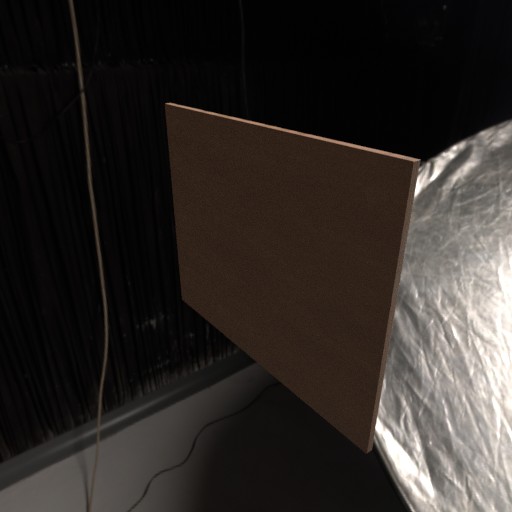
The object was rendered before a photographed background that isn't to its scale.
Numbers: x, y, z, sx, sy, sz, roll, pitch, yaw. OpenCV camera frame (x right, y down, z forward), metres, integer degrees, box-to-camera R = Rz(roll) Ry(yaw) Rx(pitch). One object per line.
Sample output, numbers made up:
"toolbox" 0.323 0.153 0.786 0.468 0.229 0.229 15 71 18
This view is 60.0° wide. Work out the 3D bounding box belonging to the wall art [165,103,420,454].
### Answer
"wall art" 0.000 0.000 0.702 0.012 0.408 0.508 -19 33 -34
